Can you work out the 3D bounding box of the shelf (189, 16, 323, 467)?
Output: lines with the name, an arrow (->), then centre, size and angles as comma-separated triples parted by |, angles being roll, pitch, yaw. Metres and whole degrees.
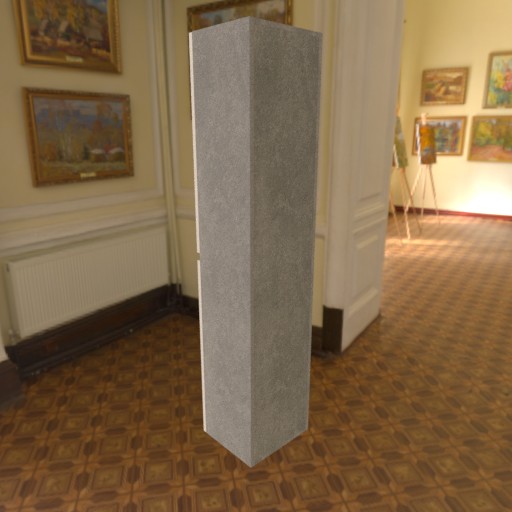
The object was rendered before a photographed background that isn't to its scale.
shelf -> 0.000, 0.000, 1.527 | 0.300, 1.400, 0.270 | -14, 21, -41
